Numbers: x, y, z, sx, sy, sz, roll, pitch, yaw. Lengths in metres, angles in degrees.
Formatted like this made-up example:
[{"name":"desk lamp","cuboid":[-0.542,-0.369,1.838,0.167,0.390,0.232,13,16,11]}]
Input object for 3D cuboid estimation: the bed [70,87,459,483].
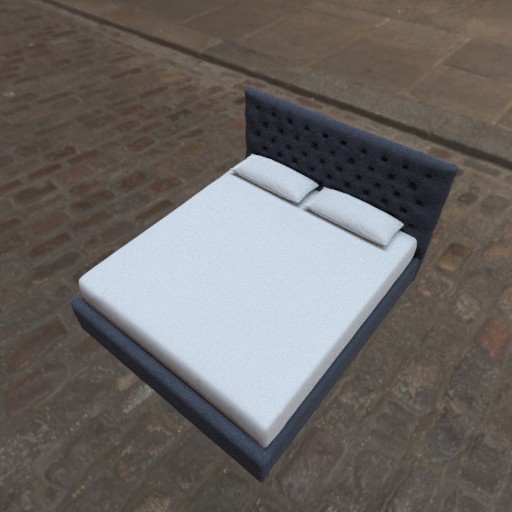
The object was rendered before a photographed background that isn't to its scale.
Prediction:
[{"name":"bed","cuboid":[0.000,0.000,3.651,2.078,1.427,2.387,30,54,26]}]
